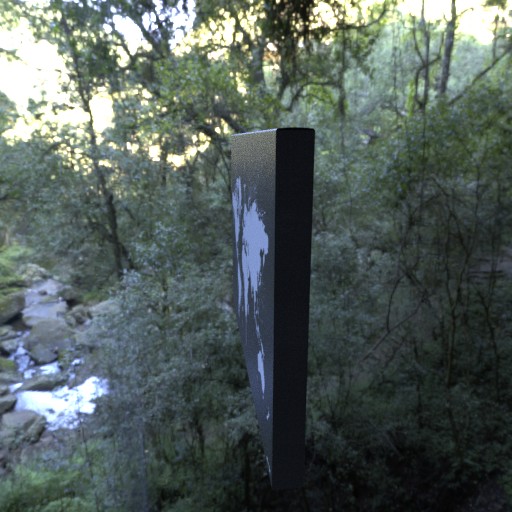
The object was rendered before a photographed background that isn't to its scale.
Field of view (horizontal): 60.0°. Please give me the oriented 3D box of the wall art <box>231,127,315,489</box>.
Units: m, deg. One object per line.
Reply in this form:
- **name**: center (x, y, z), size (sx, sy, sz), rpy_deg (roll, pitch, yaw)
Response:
- **wall art**: center (0.000, 0.000, 0.761), size (0.038, 0.409, 0.610), rpy_deg (-2, 15, -7)
